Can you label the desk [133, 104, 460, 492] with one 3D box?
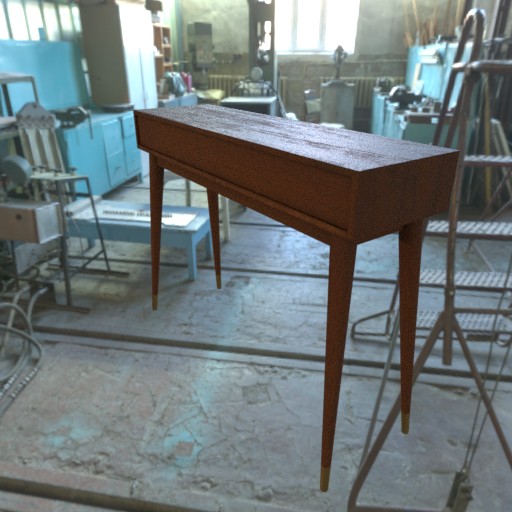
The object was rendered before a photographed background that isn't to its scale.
[{"bbox_3d":[0.000,0.000,1.601,0.384,0.917,1.204,-17,30,-32],"label":"desk"}]
